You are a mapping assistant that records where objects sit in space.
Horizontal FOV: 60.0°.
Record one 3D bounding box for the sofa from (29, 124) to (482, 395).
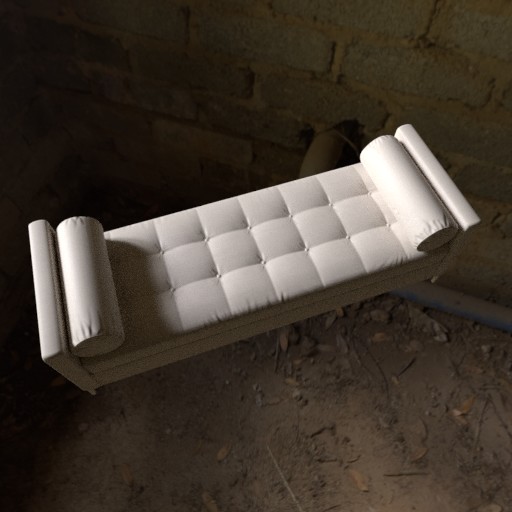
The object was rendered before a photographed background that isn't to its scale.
[{"bbox_3d":[0.000,0.000,2.286,1.981,0.635,0.686,-17,61,-10],"label":"sofa"}]
